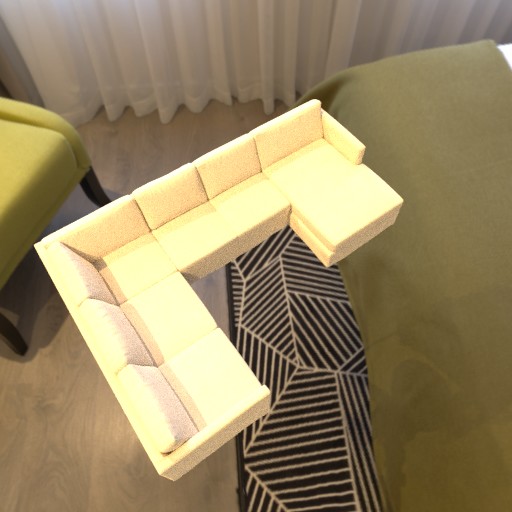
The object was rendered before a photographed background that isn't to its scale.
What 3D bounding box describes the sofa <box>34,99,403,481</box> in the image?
[{"bbox_3d":[0.000,0.000,4.415,3.460,0.882,2.427,-32,64,-17],"label":"sofa"}]
